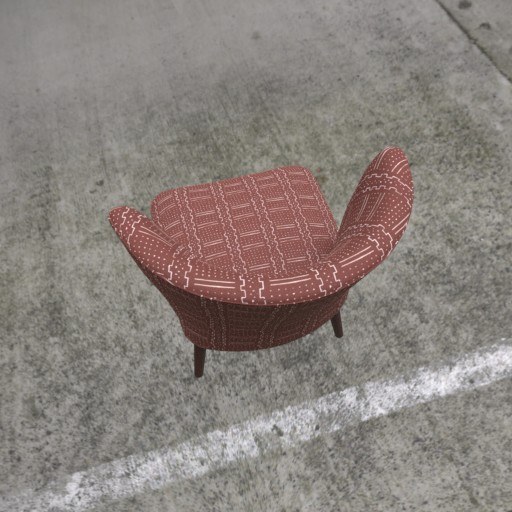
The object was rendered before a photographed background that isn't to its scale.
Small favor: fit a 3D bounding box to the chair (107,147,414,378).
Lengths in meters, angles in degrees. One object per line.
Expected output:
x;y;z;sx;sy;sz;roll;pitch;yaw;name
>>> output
0.000;0.000;1.376;0.706;0.866;0.758;-14;58;-9;chair
